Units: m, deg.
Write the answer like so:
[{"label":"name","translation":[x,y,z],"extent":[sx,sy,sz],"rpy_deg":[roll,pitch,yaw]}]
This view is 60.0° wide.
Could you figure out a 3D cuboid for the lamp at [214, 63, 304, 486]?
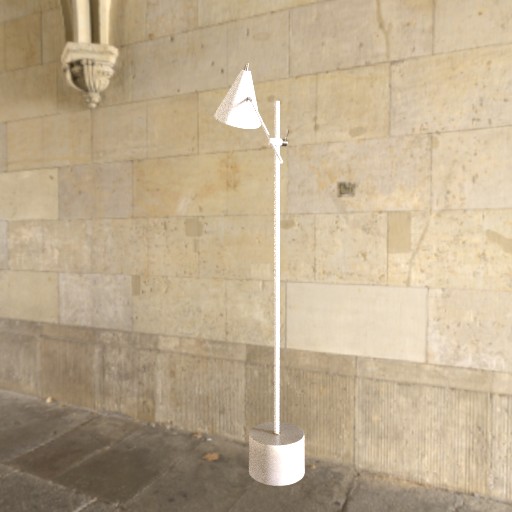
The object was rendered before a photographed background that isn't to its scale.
[{"label":"lamp","translation":[0.000,0.000,1.610],"extent":[0.223,1.430,0.508],"rpy_deg":[-1,2,-19]}]
